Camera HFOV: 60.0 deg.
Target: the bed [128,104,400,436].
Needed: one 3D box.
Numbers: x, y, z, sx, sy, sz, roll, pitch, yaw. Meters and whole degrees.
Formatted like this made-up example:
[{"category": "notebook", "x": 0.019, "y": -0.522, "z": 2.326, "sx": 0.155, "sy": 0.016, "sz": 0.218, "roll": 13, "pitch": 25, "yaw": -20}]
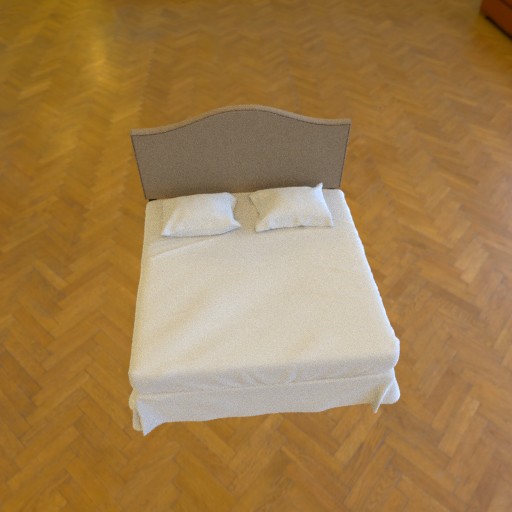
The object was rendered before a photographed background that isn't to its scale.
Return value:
[{"category": "bed", "x": 0.000, "y": 0.000, "z": 3.732, "sx": 2.311, "sy": 1.651, "sz": 2.222, "roll": -4, "pitch": 47, "yaw": -4}]
